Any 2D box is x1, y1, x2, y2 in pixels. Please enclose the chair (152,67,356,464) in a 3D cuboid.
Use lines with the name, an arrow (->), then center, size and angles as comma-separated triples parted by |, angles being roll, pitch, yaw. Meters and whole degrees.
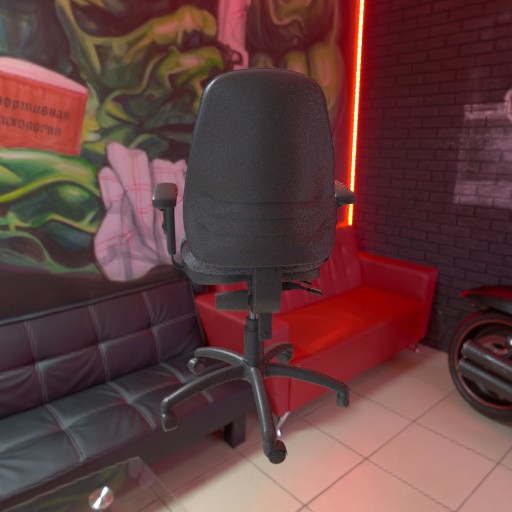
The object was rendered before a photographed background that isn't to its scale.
chair -> 0.000, 0.000, 1.208 | 0.550, 0.910, 0.530 | -2, 15, -8
